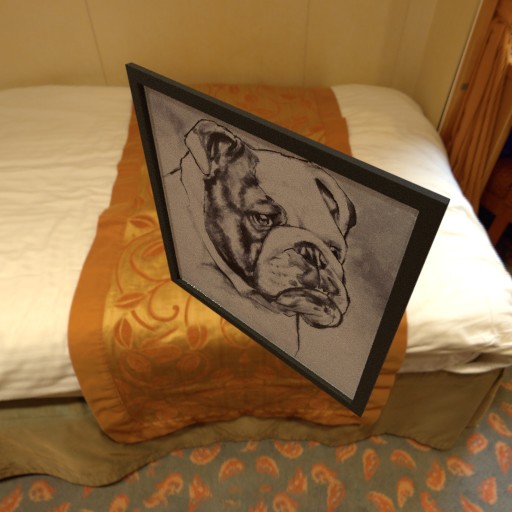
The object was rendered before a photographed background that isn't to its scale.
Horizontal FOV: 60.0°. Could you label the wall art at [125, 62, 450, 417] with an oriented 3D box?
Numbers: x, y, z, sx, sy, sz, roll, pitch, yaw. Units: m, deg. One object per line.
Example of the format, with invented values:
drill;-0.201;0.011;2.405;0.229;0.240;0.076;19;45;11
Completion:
wall art;0.000;0.000;0.967;0.663;0.659;0.016;31;54;26
